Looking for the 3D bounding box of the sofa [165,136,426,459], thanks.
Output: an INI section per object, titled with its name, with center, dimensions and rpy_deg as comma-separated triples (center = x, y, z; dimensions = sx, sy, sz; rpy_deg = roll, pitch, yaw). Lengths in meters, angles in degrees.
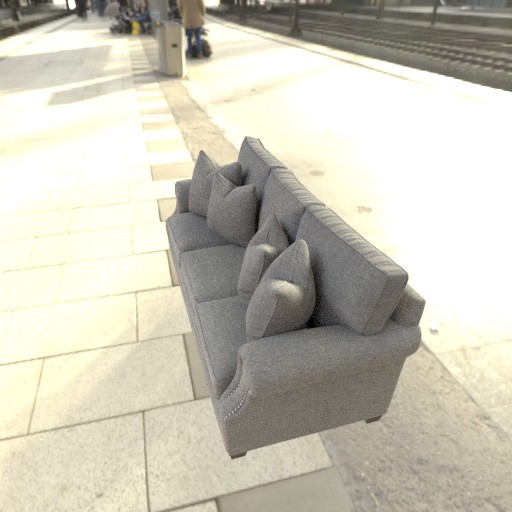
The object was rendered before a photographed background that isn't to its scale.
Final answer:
[sofa]
center = 0.000, 0.000, 2.891
dimensions = 0.965, 0.975, 2.312
rpy_deg = -9, 32, -15
